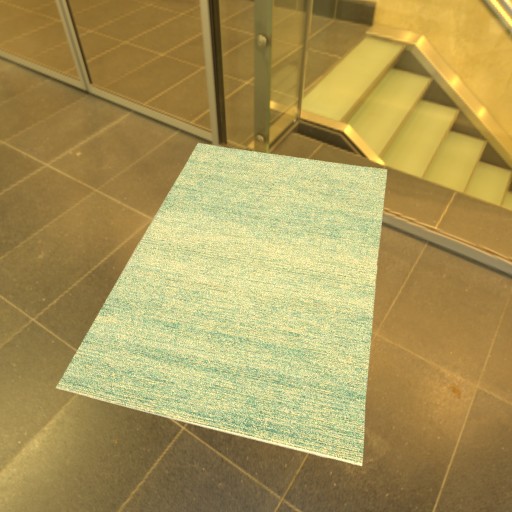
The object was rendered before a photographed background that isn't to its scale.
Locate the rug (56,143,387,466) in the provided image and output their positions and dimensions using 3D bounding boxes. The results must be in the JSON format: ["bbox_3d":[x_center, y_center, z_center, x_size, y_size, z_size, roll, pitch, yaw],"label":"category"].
[{"bbox_3d":[0.000,0.000,2.926,1.593,0.029,2.305,11,49,9],"label":"rug"}]
